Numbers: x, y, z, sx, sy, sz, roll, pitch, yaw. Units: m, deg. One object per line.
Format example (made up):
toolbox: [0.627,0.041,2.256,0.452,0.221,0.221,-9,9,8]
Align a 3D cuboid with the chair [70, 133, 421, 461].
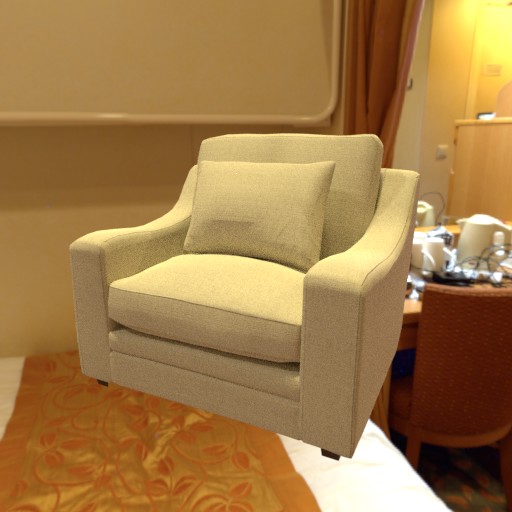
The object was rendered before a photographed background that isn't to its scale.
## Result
chair: [0.000,0.000,1.907,1.178,1.016,1.009,7,17,25]
